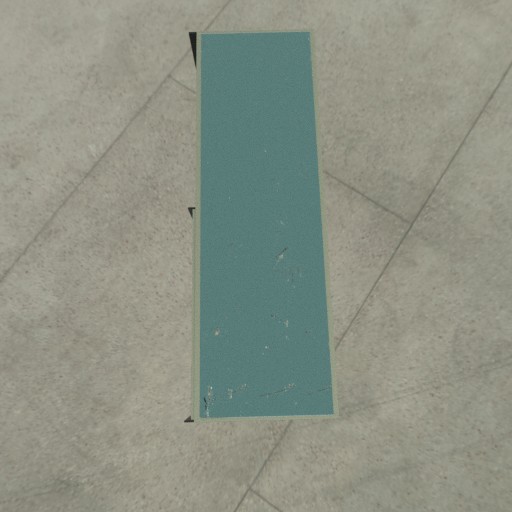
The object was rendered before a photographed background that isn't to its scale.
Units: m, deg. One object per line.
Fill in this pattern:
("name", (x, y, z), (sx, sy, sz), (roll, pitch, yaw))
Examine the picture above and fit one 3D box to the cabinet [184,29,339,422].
("cabinet", (0.000, 0.000, 3.221), (0.680, 2.160, 2.000), (-1, 76, 0))
